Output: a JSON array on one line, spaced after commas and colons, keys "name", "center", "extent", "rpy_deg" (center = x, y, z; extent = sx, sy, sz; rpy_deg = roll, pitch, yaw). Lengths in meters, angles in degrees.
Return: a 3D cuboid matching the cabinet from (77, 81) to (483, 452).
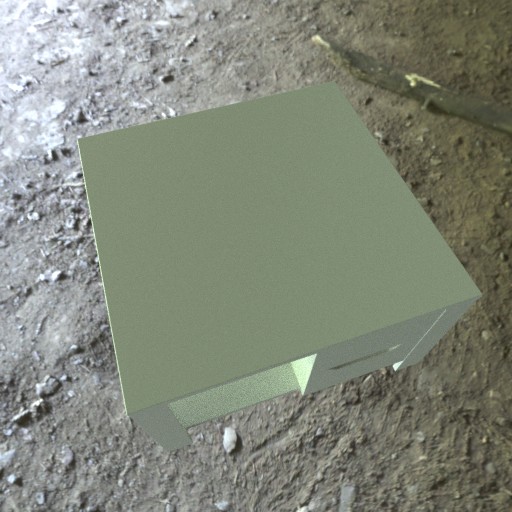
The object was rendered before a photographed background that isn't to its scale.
[{"name": "cabinet", "center": [0.000, 0.000, 1.317], "extent": [0.800, 0.460, 0.800], "rpy_deg": [-16, 59, -10]}]
